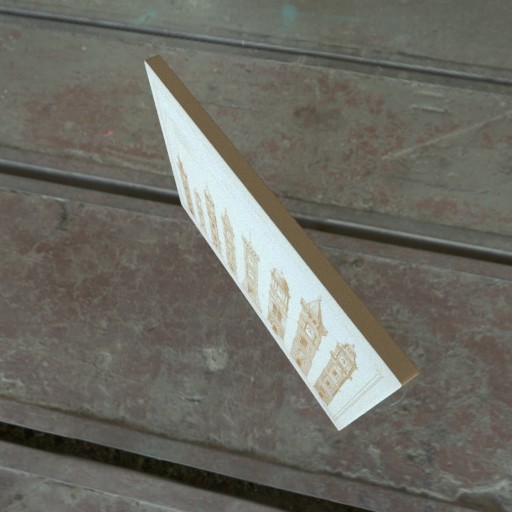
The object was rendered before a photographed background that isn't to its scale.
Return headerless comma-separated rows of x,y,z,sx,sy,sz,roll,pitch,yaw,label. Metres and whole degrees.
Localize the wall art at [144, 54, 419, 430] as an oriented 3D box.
0.000,0.000,0.481,0.019,0.254,0.380,-30,66,-15,wall art
